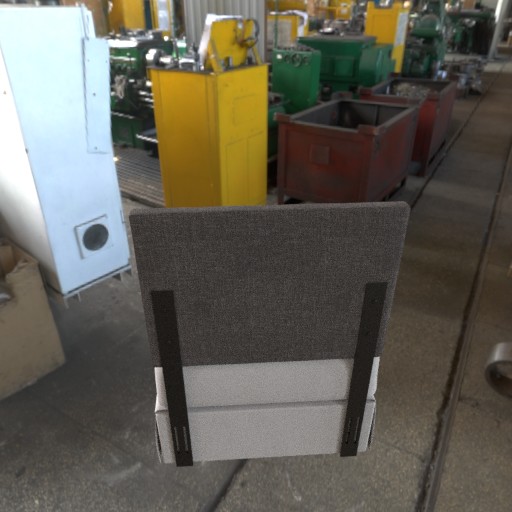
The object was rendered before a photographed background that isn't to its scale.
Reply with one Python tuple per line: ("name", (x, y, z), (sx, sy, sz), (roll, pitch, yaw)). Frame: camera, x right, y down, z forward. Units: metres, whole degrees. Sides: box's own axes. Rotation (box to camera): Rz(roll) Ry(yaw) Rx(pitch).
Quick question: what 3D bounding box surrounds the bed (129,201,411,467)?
("bed", (0.000, 0.000, 2.991), (1.261, 1.571, 1.997), (-2, 30, -3))
